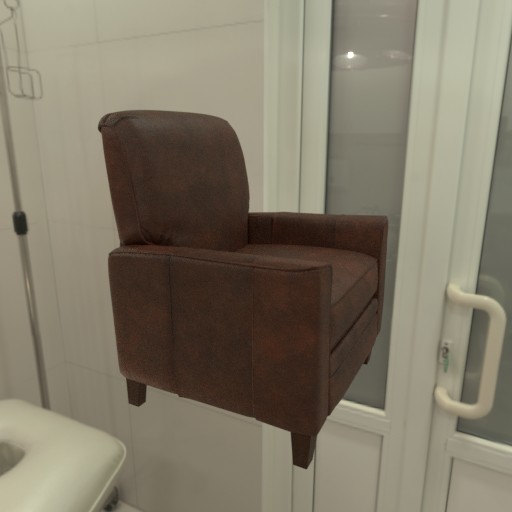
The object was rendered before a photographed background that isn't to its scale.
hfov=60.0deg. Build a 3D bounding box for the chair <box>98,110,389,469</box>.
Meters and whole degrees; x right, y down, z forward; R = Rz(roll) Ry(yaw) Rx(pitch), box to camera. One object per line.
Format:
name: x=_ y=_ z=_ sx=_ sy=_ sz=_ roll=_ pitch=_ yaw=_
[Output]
chair: x=0.000 y=0.000 z=1.655 sx=0.836 sy=1.043 sz=0.843 roll=8 pitch=17 yaw=27
